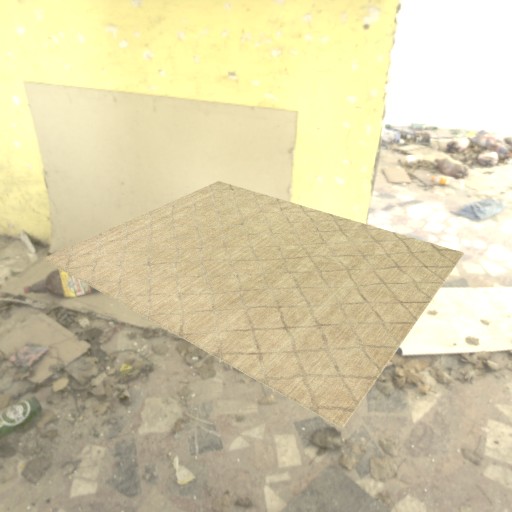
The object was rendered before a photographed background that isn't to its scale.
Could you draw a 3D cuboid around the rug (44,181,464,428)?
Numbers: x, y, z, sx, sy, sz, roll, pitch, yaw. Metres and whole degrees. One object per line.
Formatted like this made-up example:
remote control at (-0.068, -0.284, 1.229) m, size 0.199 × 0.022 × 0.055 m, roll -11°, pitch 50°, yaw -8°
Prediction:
rug at (0.000, 0.000, 4.089) m, size 3.038 × 0.019 × 2.420 m, roll 21°, pitch 37°, yaw 31°
